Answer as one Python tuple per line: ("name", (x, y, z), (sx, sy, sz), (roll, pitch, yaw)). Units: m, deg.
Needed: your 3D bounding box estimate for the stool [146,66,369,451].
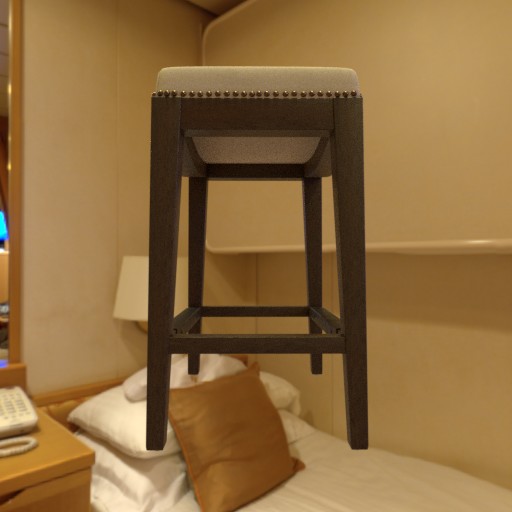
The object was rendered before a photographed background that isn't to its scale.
("stool", (0.000, 0.000, 0.968), (0.361, 0.642, 0.500), (0, 0, -1))
